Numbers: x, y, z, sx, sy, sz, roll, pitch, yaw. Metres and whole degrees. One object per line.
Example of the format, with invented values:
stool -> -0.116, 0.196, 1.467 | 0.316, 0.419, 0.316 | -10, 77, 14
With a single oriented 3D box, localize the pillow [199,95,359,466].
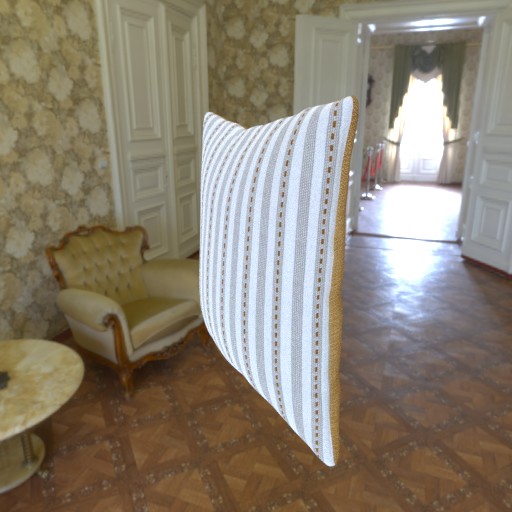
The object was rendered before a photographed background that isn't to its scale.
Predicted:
pillow -> 0.000, 0.000, 0.673 | 0.147, 0.437, 0.432 | -8, 18, -25
